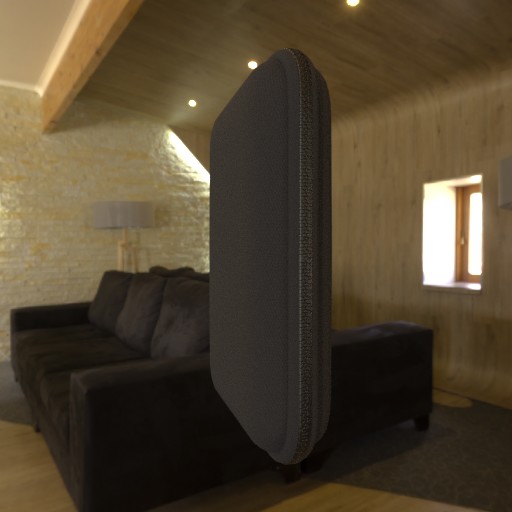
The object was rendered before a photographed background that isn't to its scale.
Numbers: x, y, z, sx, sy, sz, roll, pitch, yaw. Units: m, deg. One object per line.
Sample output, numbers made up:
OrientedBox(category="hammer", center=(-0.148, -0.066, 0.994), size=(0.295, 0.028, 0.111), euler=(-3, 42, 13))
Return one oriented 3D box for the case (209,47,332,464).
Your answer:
OrientedBox(category="case", center=(0.000, 0.000, 0.192), size=(0.030, 0.147, 0.107), euler=(0, 1, -17))
